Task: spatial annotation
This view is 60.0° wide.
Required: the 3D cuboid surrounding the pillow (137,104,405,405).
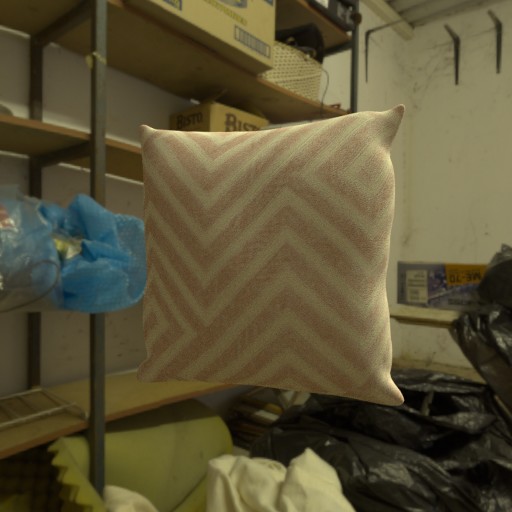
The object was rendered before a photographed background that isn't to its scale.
[{"bbox_3d":[0.000,0.000,0.691,0.440,0.441,0.182,0,1,18],"label":"pillow"}]
